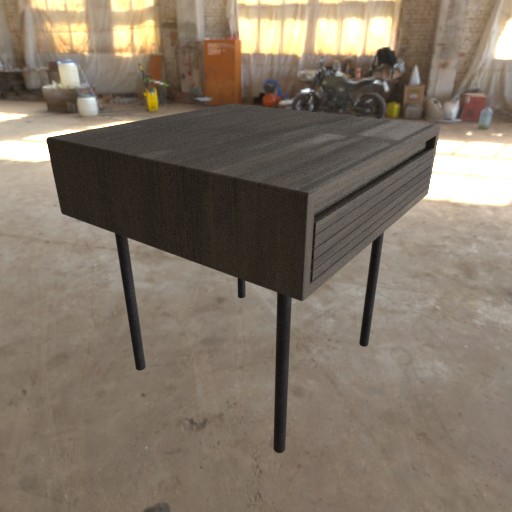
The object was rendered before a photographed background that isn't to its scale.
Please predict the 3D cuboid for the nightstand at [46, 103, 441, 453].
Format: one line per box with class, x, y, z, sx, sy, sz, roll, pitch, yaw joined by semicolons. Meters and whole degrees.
nightstand;0.000;0.000;0.897;0.503;0.497;0.502;18;32;32
